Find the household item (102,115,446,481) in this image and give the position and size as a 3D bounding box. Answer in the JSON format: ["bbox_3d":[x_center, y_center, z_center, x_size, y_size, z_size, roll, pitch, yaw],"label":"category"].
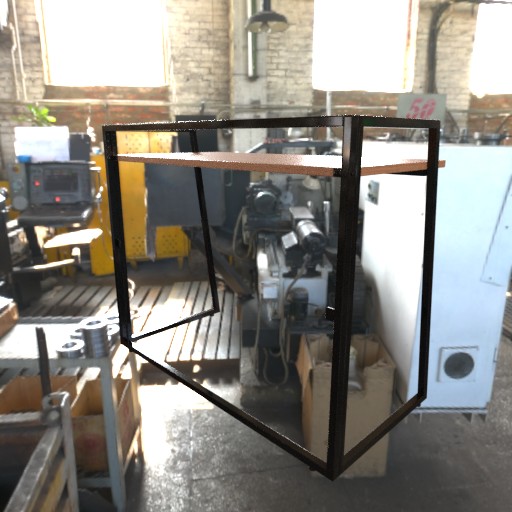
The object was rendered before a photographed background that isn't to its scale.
[{"bbox_3d":[0.000,0.000,1.499,0.510,0.860,1.050,-14,21,-43],"label":"household item"}]
